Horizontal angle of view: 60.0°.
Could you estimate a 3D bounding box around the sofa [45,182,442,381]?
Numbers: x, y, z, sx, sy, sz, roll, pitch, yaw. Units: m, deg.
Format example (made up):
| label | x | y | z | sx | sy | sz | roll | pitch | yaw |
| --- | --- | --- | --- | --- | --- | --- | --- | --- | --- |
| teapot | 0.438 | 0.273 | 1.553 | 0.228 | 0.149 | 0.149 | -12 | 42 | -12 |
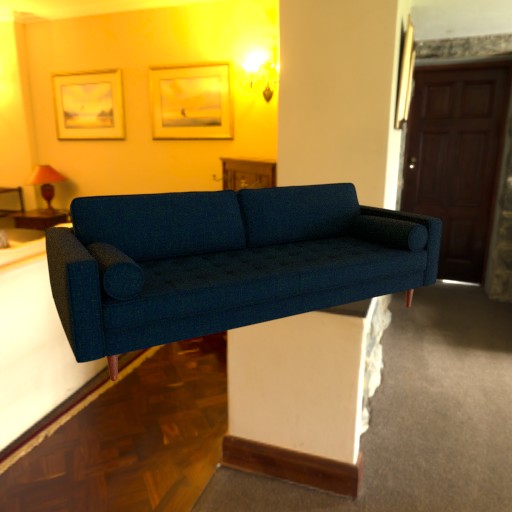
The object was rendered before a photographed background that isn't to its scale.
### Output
| label | x | y | z | sx | sy | sz | roll | pitch | yaw |
| --- | --- | --- | --- | --- | --- | --- | --- | --- | --- |
| sofa | 0.000 | 0.000 | 2.654 | 2.210 | 0.762 | 0.914 | -8 | 16 | -29 |
